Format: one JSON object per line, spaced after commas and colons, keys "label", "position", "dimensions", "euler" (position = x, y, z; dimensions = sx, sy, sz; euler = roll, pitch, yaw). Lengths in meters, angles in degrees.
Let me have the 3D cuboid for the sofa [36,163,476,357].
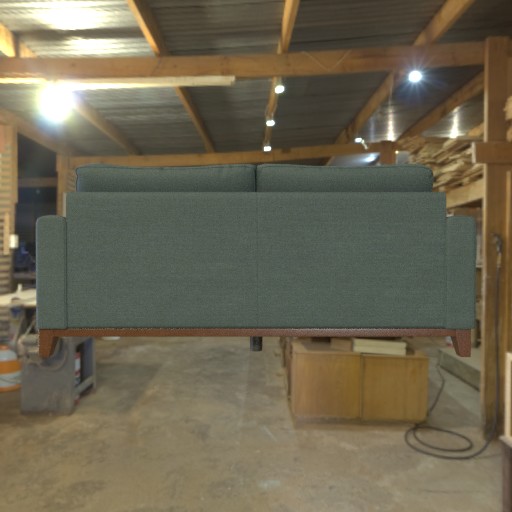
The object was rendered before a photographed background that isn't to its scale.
{"label": "sofa", "position": [0.000, 0.000, 2.339], "dimensions": [1.900, 0.865, 0.877], "euler": [0, 1, 0]}
